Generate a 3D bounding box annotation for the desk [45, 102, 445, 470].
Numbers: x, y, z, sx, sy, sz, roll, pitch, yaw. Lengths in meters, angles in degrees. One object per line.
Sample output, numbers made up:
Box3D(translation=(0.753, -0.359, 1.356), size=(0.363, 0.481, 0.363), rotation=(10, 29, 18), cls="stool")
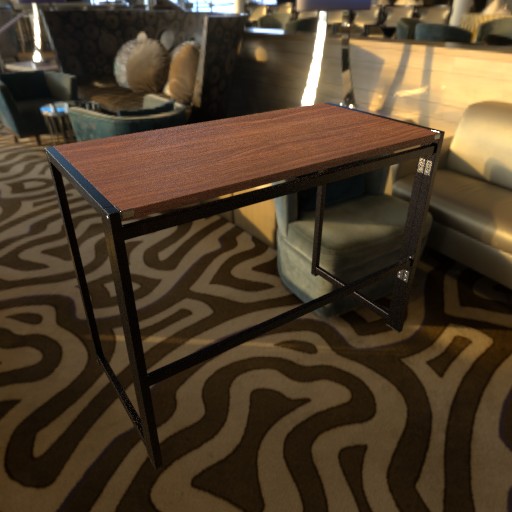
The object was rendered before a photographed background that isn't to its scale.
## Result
Box3D(translation=(0.000, 0.000, 1.436), size=(1.016, 0.762, 0.508), rotation=(-19, 36, -29), cls="desk")
